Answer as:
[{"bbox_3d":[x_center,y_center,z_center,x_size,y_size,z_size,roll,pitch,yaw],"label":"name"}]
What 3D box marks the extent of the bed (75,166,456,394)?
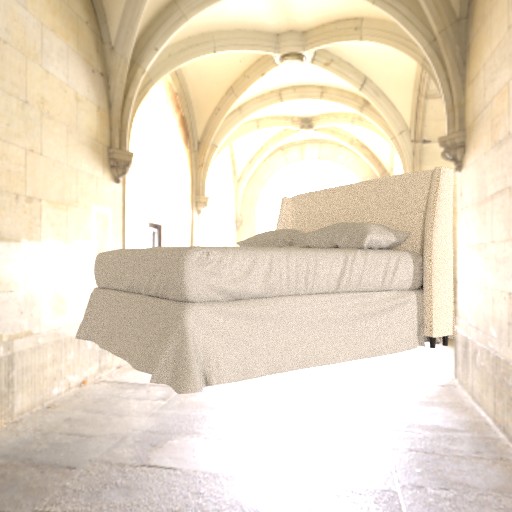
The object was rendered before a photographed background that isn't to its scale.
[{"bbox_3d":[0.000,0.000,3.409,2.276,1.332,1.925,0,-1,-35],"label":"bed"}]
